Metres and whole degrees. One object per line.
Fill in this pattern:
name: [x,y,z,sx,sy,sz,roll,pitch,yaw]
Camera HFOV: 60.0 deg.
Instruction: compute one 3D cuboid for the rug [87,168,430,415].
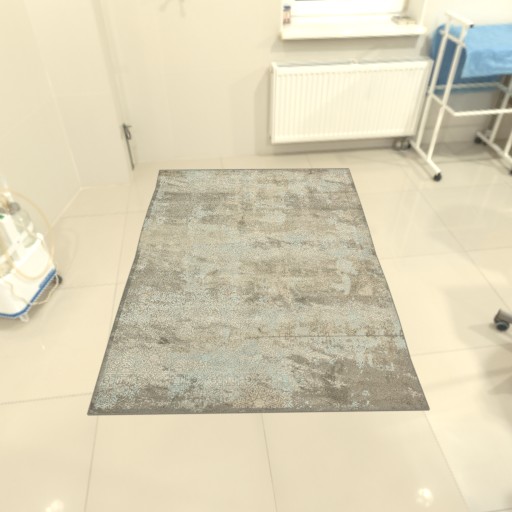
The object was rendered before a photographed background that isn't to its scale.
rug: [0.000,0.000,4.321,2.393,0.013,3.307,-1,41,-1]
